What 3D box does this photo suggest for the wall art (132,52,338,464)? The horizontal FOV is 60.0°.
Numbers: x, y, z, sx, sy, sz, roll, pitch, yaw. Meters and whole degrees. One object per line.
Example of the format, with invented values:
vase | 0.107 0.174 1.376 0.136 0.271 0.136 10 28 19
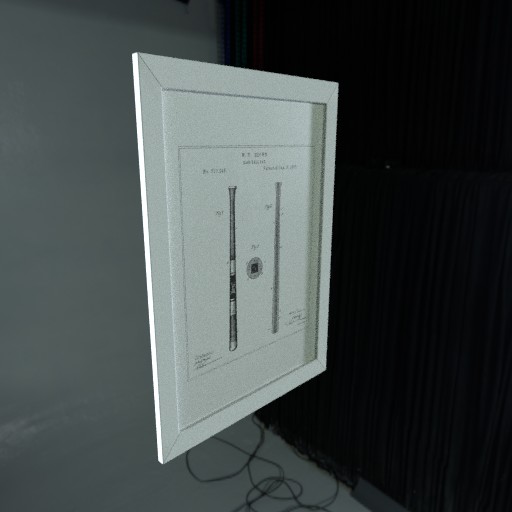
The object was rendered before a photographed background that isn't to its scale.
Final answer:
wall art | 0.000 0.000 0.680 0.374 0.529 0.012 -14 20 -43
